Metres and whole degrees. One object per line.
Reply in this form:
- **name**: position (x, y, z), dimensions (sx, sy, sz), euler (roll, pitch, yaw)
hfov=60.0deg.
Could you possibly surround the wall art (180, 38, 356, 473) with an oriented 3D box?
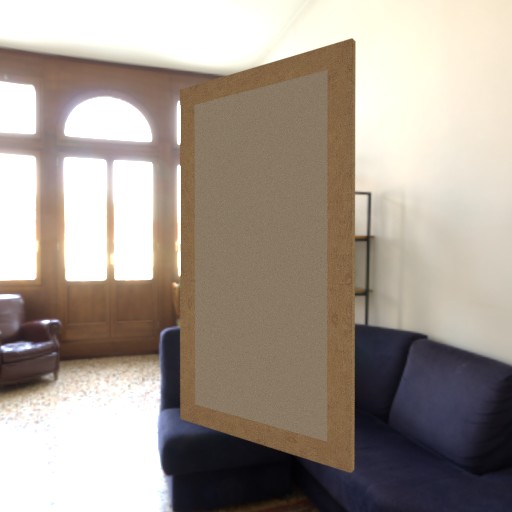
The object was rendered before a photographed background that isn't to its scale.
- **wall art**: position (0.000, 0.000, 0.813), dimensions (0.381, 0.683, 0.013), euler (1, 1, 36)
